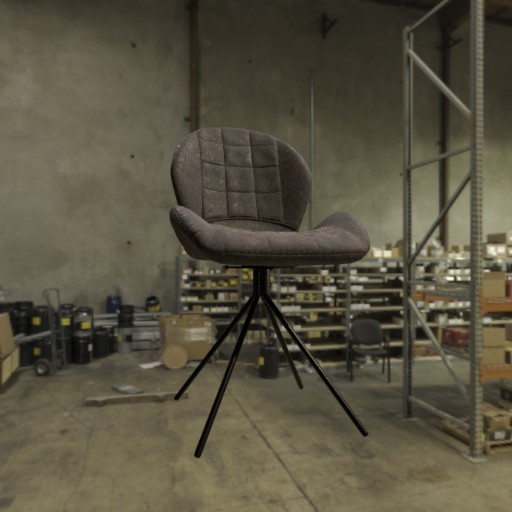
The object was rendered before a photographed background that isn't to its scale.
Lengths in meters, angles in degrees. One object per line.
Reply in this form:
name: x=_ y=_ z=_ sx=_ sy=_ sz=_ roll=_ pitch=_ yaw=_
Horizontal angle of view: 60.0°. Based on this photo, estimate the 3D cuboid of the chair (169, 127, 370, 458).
chair: x=0.000 y=0.000 z=1.332 sx=0.527 sy=0.934 sz=0.640 roll=0 pitch=0 yaw=-16
